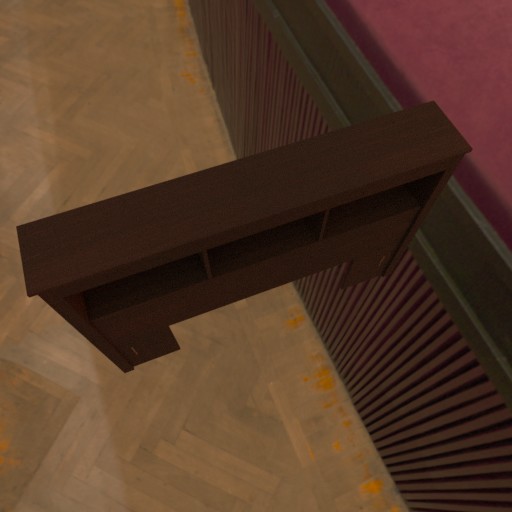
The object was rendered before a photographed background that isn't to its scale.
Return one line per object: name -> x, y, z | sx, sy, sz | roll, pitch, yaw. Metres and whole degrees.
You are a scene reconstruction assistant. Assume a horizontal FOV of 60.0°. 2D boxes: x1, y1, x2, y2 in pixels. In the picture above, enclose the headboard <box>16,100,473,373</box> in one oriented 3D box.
headboard -> 0.000, 0.000, 2.094 | 1.671, 1.092, 0.279 | -19, 64, -10
